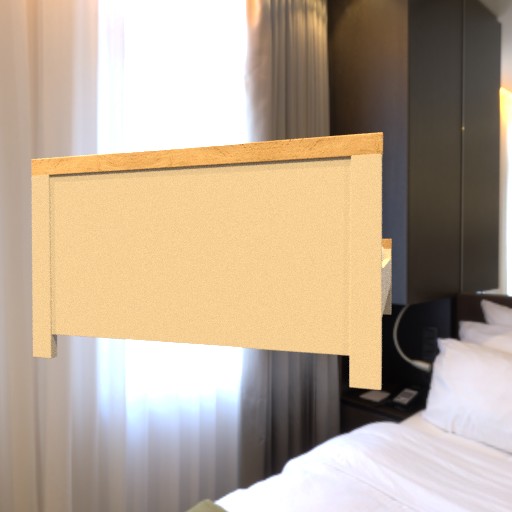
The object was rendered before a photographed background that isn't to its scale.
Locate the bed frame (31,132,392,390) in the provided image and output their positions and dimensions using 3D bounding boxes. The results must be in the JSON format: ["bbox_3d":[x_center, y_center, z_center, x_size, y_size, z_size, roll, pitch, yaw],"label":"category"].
[{"bbox_3d":[0.000,0.000,2.912,1.670,0.980,2.050,0,1,18],"label":"bed frame"}]
